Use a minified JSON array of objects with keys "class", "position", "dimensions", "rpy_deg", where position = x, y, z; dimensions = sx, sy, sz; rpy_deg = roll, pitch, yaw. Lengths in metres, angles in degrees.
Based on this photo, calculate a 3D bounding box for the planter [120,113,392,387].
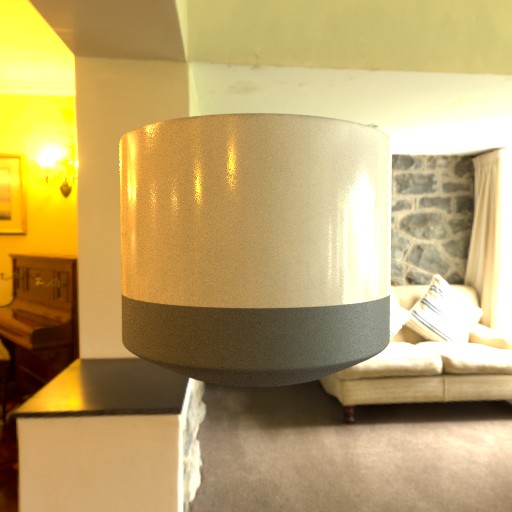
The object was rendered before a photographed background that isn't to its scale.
[{"class":"planter","position":[0.000,0.000,0.221],"dimensions":[0.128,0.105,0.128],"rpy_deg":[0,2,0]}]
